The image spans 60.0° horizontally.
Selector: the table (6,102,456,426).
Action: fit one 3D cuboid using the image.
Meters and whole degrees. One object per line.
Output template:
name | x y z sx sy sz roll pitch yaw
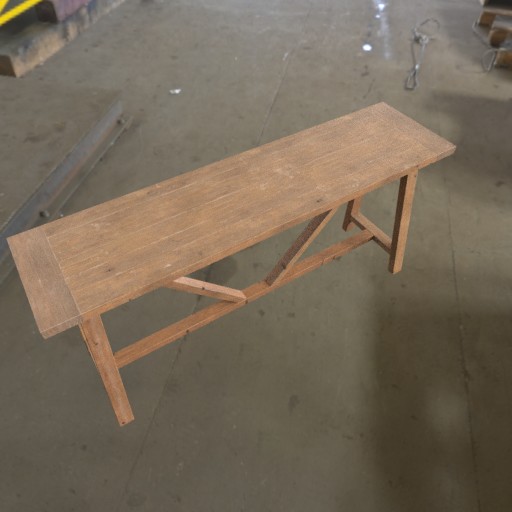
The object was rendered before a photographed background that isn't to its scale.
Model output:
table | 0.000 0.000 2.061 1.800 0.810 0.465 -25 52 -21
